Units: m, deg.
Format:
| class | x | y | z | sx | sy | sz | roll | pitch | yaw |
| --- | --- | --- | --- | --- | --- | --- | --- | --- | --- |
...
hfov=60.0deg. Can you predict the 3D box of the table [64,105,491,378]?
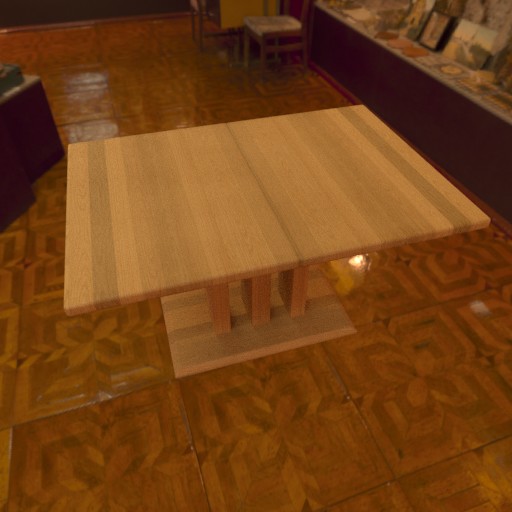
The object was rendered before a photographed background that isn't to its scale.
| class | x | y | z | sx | sy | sz | roll | pitch | yaw |
| --- | --- | --- | --- | --- | --- | --- | --- | --- | --- |
| table | 0.000 | 0.000 | 1.847 | 1.300 | 0.770 | 0.900 | -11 | 44 | -12 |
